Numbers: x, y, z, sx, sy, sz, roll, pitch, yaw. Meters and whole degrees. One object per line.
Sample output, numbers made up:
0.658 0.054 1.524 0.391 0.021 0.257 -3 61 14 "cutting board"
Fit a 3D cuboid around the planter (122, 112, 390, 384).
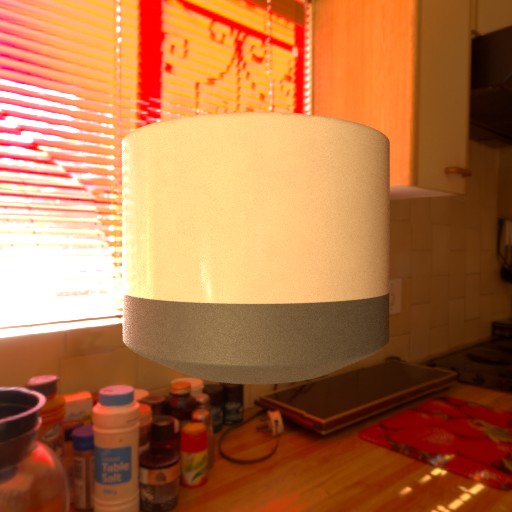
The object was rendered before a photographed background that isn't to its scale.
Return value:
0.000 0.000 0.223 0.128 0.105 0.128 0 1 0 "planter"
